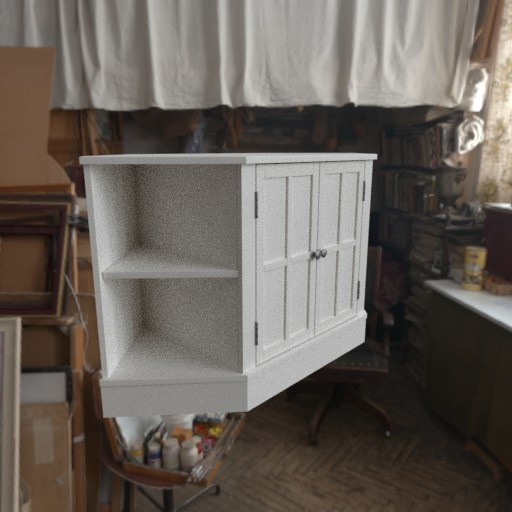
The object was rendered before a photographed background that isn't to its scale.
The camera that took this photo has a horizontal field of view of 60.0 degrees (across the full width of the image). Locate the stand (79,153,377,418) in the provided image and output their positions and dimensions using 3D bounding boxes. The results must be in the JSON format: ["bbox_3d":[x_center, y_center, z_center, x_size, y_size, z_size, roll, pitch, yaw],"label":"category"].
[{"bbox_3d":[0.000,0.000,1.371,0.477,0.614,1.072,13,18,42],"label":"stand"}]
